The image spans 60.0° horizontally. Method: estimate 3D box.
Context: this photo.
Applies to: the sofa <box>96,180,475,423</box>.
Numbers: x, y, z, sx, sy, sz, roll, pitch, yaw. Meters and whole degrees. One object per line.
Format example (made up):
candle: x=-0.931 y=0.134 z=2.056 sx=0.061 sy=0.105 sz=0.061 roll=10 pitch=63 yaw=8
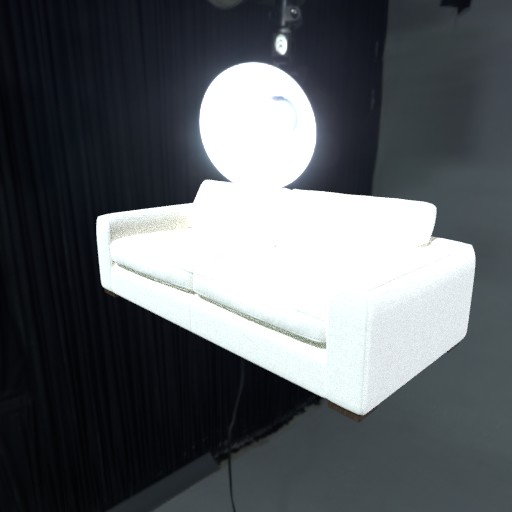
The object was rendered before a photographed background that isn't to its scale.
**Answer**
sofa: x=0.000 y=0.000 z=2.775 sx=1.070 sy=0.801 sz=2.262 roll=-14 pitch=21 yaw=-43
